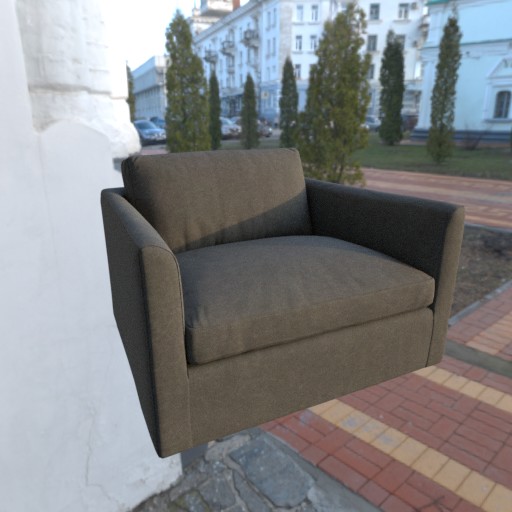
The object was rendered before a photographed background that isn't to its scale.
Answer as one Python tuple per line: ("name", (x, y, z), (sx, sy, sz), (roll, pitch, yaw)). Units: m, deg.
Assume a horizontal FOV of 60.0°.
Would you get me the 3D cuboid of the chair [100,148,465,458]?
("chair", (0.000, 0.000, 1.855), (1.190, 0.845, 1.091), (-9, 19, -26))
